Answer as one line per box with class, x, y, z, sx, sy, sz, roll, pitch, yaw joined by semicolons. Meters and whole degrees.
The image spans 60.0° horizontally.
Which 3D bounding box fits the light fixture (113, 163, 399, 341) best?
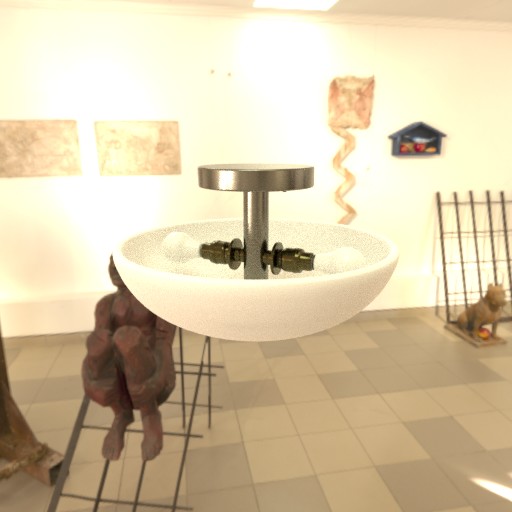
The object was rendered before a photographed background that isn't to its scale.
light fixture;0.000;0.000;0.538;0.330;0.214;0.330;0;14;0
